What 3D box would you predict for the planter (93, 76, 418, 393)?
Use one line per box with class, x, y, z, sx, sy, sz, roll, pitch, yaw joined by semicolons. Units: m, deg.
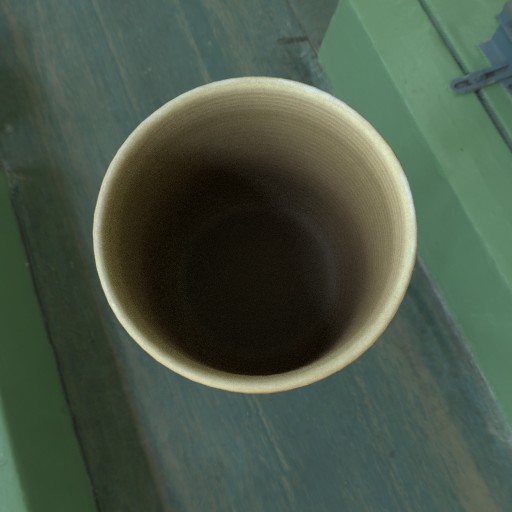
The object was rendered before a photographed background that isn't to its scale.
planter;0.000;0.000;0.290;0.170;0.152;0.170;0;75;0
